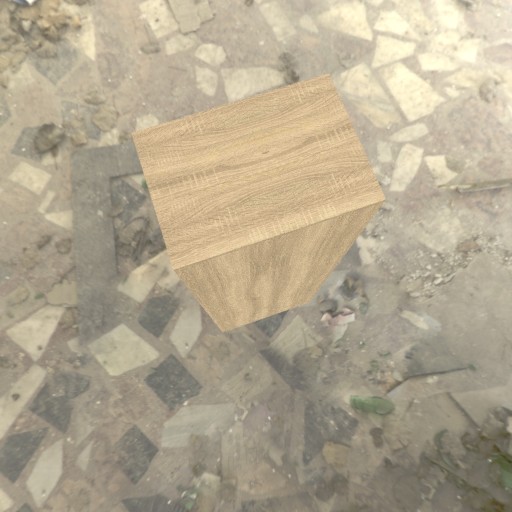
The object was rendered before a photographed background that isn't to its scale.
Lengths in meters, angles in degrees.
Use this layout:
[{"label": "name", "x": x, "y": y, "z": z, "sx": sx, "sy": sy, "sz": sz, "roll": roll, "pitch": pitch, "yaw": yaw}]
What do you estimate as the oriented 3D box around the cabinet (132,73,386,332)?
[{"label": "cabinet", "x": 0.000, "y": 0.000, "z": 2.059, "sx": 0.570, "sy": 1.850, "sz": 0.400, "roll": -18, "pitch": 76, "yaw": -5}]
